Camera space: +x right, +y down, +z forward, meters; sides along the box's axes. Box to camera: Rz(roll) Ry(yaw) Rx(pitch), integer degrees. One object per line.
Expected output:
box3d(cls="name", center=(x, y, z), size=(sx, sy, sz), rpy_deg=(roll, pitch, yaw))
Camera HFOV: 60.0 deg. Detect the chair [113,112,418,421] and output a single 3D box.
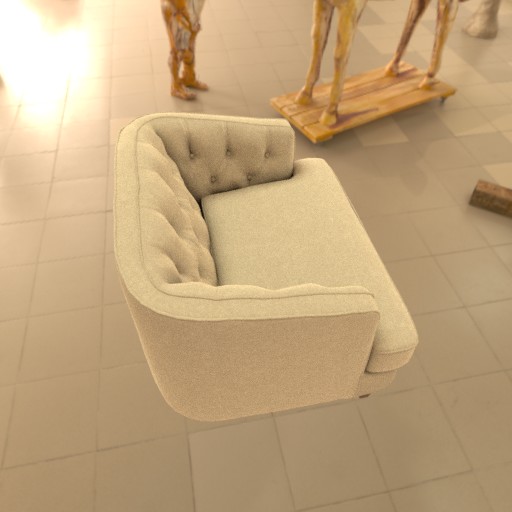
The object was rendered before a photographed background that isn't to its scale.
box3d(cls="chair", center=(0.000, 0.000, 1.783), size=(0.941, 0.852, 1.104), rpy_deg=(-9, 48, -8))
